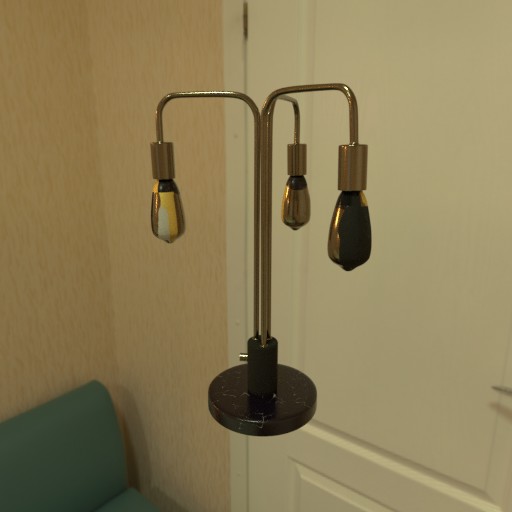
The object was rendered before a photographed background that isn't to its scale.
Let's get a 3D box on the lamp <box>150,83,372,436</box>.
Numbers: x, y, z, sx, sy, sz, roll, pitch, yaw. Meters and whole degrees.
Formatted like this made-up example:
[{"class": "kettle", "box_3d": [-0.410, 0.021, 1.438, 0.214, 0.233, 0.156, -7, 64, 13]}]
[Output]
[{"class": "lamp", "box_3d": [0.000, 0.000, 0.803, 0.368, 0.560, 0.355, 2, 15, 8]}]
